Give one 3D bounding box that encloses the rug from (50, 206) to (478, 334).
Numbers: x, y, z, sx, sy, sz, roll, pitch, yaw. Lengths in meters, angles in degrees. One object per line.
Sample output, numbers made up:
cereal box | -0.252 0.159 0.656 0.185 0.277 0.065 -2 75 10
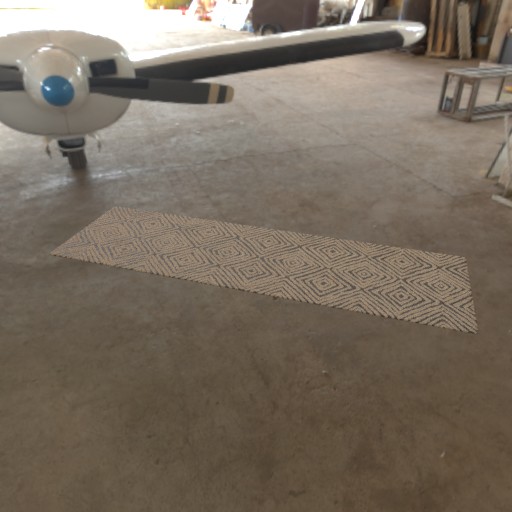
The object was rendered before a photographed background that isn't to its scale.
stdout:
rug | 0.000 0.000 2.529 2.277 0.008 0.676 9 33 15
